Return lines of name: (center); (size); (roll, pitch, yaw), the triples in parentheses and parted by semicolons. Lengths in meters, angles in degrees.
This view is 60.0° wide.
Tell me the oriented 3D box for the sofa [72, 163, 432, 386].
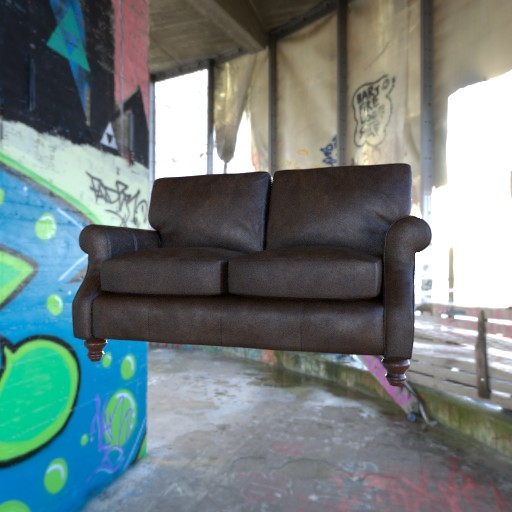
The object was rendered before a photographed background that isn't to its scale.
sofa: (0.000, 0.000, 2.231); (1.616, 0.976, 0.990); (0, 0, 17)
